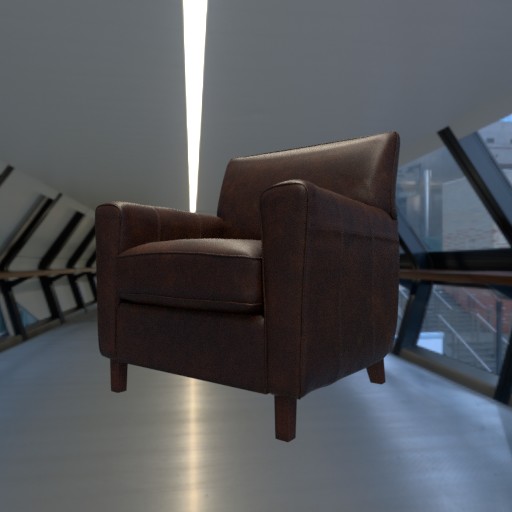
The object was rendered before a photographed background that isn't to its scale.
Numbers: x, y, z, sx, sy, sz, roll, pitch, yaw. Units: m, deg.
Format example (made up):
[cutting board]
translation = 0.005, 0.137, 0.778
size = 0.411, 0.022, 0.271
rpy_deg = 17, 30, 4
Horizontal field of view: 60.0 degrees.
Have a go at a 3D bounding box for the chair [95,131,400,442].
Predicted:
[chair]
translation = 0.000, 0.000, 1.613
size = 0.870, 0.943, 0.823
rpy_deg = 0, 0, 36
